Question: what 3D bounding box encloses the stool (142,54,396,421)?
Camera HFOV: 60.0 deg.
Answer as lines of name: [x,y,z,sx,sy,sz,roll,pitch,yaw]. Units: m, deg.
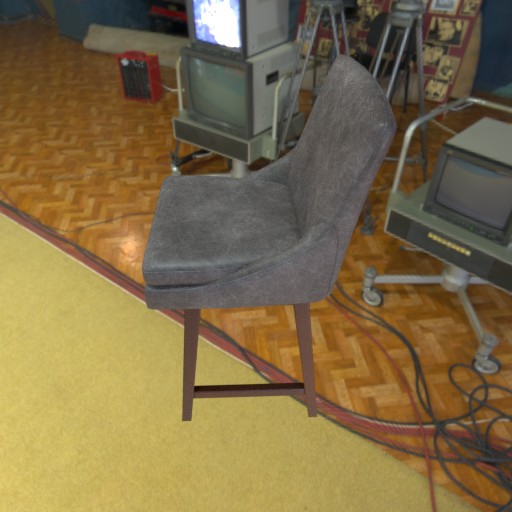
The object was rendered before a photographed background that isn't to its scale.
stool: [0.000,0.000,1.354,0.587,1.046,0.492,-1,40,-2]
